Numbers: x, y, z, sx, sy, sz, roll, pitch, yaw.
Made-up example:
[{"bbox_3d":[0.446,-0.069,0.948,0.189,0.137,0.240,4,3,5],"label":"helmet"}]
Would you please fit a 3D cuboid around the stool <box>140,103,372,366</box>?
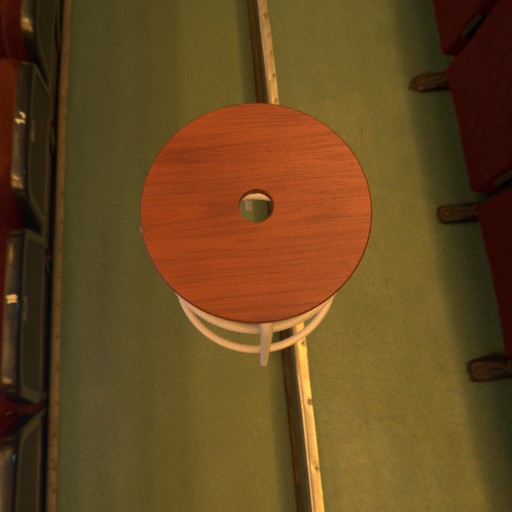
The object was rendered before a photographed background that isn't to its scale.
[{"bbox_3d":[0.000,0.000,0.933,0.455,0.610,0.455,-5,76,-1],"label":"stool"}]
